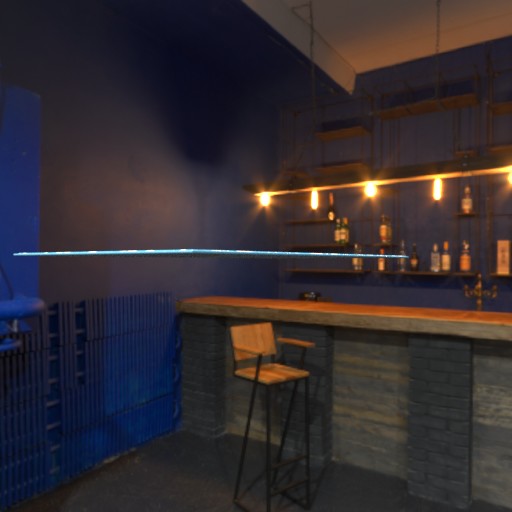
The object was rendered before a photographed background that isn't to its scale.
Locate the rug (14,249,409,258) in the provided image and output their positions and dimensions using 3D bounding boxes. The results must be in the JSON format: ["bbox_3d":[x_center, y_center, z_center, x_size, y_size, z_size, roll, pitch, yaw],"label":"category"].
[{"bbox_3d":[0.000,0.000,1.410,0.604,0.007,1.219,0,-1,35],"label":"rug"}]
